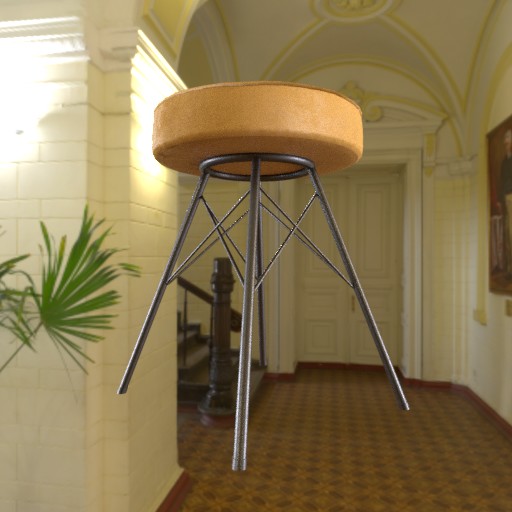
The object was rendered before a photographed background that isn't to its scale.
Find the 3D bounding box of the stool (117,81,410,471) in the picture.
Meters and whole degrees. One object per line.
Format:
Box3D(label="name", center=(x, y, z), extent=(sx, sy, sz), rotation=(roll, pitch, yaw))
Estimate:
Box3D(label="stool", center=(0.000, 0.000, 0.917), extent=(0.438, 0.595, 0.472), rotation=(0, 0, -36))
